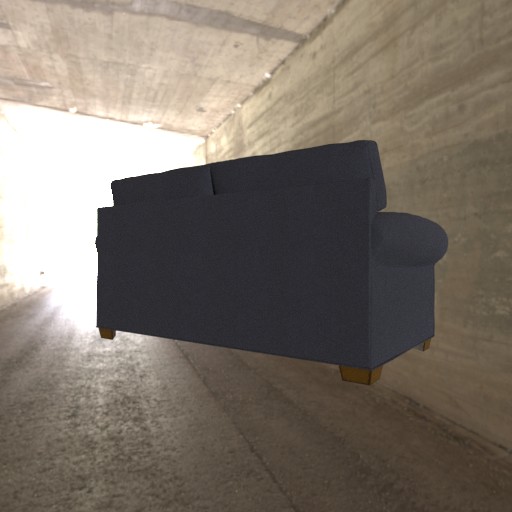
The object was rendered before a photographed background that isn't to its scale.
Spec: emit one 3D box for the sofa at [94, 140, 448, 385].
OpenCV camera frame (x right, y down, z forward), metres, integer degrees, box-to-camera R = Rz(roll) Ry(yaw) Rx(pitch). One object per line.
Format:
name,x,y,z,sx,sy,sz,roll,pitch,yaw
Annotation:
sofa,0.000,0.000,2.634,2.009,1.031,0.951,0,0,36
